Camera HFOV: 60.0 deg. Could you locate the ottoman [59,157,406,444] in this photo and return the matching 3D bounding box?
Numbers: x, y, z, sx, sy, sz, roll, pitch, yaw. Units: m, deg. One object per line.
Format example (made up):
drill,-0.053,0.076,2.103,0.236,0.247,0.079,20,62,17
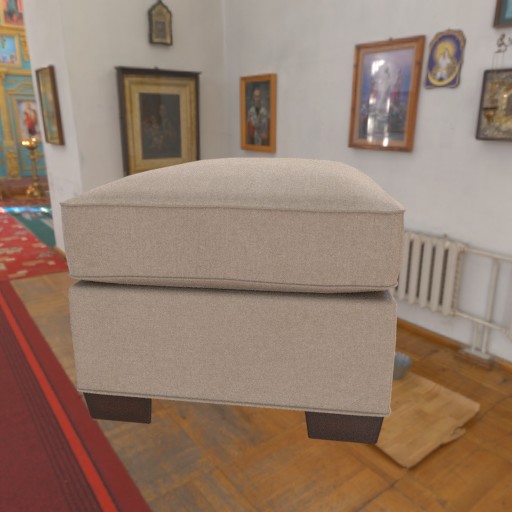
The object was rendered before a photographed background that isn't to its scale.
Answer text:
ottoman,0.000,0.000,1.195,0.617,0.503,0.846,2,15,8
